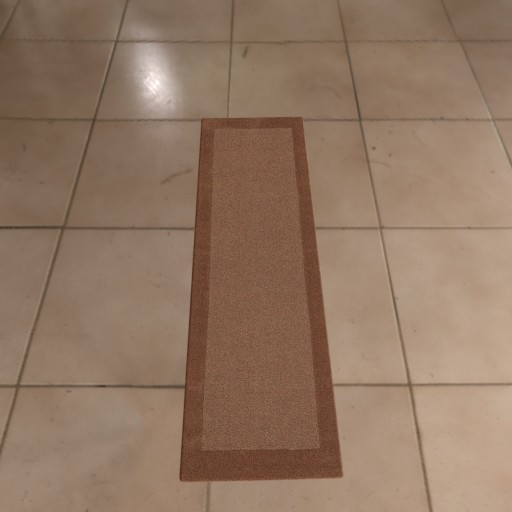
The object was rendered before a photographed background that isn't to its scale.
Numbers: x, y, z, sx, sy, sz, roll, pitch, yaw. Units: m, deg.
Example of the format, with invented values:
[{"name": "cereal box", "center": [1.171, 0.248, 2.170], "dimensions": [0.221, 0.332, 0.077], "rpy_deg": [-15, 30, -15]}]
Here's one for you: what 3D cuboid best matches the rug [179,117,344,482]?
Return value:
[{"name": "rug", "center": [0.000, 0.000, 2.690], "dimensions": [0.764, 0.017, 2.439], "rpy_deg": [-1, 58, -1]}]
